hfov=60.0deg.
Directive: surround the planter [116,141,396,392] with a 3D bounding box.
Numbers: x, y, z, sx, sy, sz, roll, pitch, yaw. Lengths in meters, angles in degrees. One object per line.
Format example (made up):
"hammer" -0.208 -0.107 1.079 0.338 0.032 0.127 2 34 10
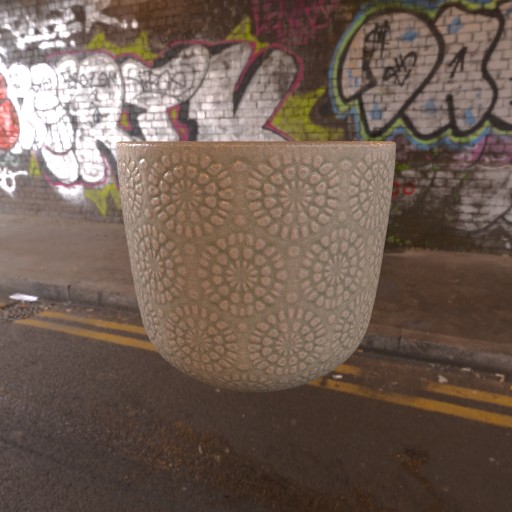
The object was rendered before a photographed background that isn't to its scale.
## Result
"planter" 0.000 0.000 0.218 0.124 0.109 0.124 0 14 0
